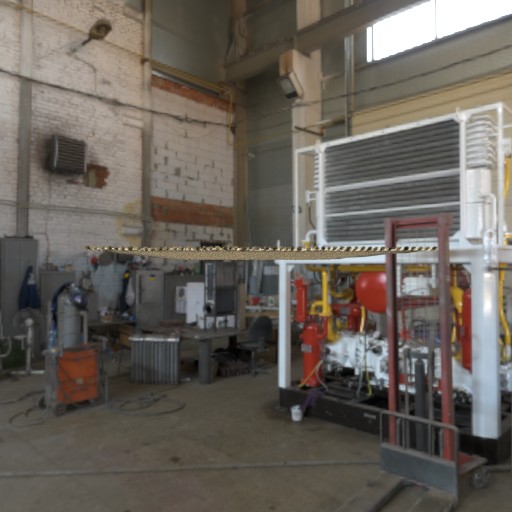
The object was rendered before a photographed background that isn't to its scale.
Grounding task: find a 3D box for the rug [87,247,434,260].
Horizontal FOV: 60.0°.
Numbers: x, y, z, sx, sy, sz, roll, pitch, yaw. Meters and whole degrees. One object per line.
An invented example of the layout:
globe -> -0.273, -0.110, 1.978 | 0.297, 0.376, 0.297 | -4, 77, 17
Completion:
rug -> 0.000, 0.000, 3.105 | 1.530, 0.025, 2.431 | 0, -1, -2
